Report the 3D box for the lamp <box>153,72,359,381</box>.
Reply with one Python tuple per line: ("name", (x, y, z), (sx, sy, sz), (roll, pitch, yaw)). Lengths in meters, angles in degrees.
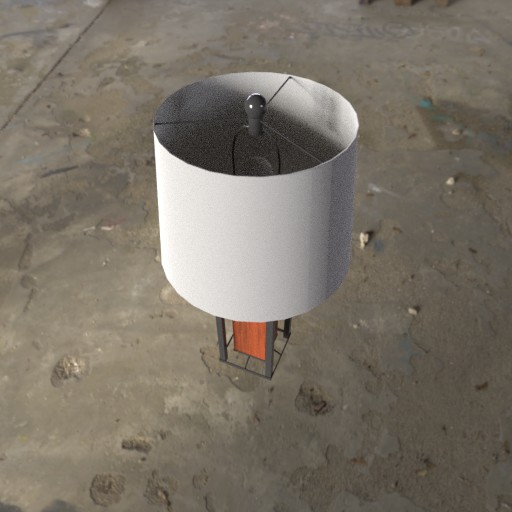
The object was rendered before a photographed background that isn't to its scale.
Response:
("lamp", (0.000, 0.000, 0.775), (0.320, 0.591, 0.320), (0, 46, 0))
